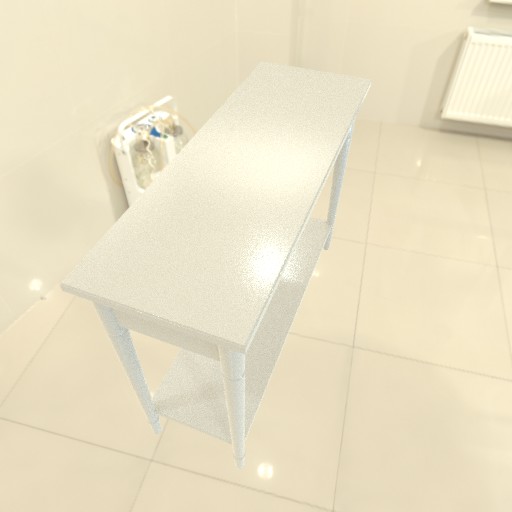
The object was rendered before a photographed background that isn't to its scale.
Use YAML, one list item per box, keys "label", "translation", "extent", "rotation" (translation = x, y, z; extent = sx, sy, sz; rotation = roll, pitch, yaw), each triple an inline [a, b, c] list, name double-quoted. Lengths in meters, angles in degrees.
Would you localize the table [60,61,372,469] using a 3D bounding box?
- label: "table"
  translation: [0.000, 0.000, 1.401]
  extent: [0.381, 0.749, 1.067]
  rotation: [16, 49, 15]
